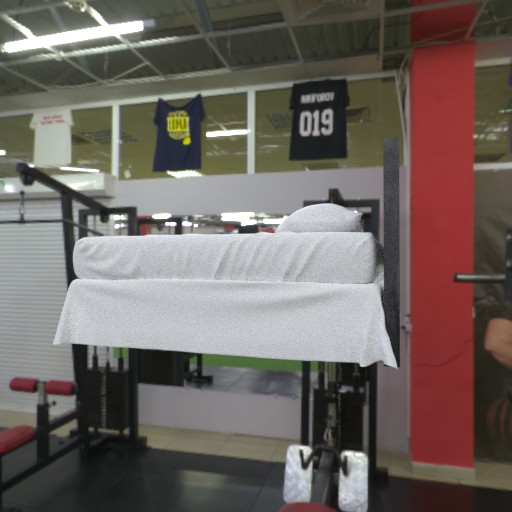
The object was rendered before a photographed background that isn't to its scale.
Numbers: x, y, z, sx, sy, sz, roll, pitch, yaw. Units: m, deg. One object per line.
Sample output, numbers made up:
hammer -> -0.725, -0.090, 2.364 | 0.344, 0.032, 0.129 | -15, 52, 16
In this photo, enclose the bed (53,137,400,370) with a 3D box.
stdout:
bed -> 0.000, 0.000, 3.474 | 2.165, 1.158, 2.255 | 0, -1, 18
